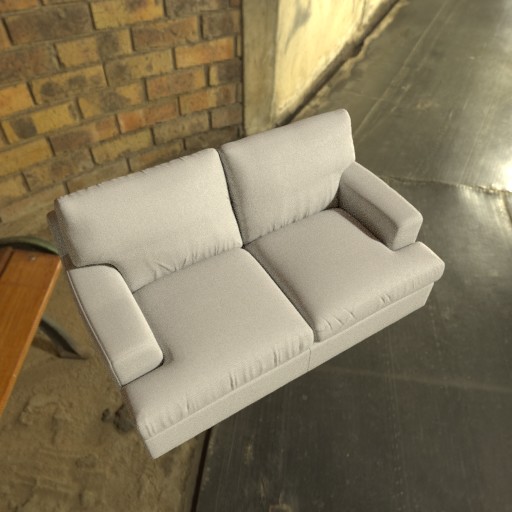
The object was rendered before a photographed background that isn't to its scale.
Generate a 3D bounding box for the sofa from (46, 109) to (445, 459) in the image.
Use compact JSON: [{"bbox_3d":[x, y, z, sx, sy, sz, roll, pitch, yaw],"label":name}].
[{"bbox_3d":[0.000,0.000,2.432,1.880,0.940,1.143,-23,50,-21],"label":"sofa"}]
